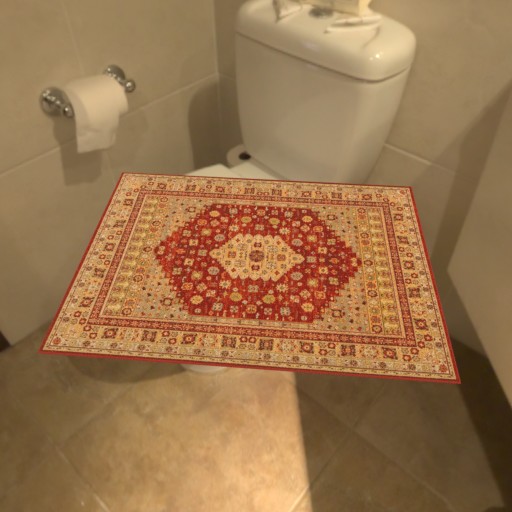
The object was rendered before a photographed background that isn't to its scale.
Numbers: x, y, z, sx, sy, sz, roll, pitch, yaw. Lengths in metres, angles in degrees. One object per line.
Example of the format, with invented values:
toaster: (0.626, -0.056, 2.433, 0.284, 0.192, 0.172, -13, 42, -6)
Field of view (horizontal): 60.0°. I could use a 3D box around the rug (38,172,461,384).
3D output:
rug: (0.000, 0.000, 2.846, 2.211, 0.013, 1.593, 3, 47, 3)
